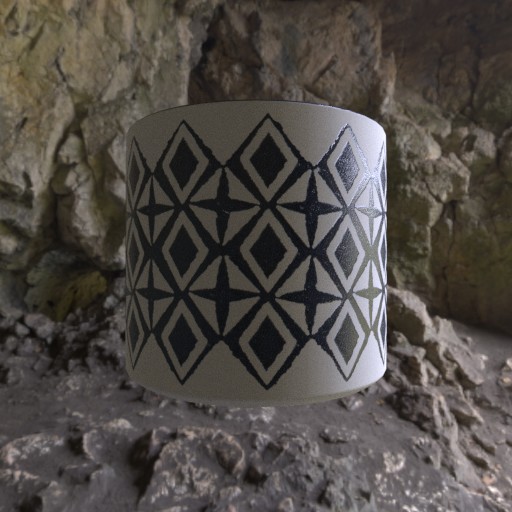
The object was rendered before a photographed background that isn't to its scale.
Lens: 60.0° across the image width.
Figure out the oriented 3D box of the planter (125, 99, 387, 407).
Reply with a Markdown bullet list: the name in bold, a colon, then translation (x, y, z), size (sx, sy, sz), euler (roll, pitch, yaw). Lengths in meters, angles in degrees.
- **planter**: translation (0.000, 0.000, 0.322), size (0.182, 0.165, 0.182), euler (0, 0, 0)
